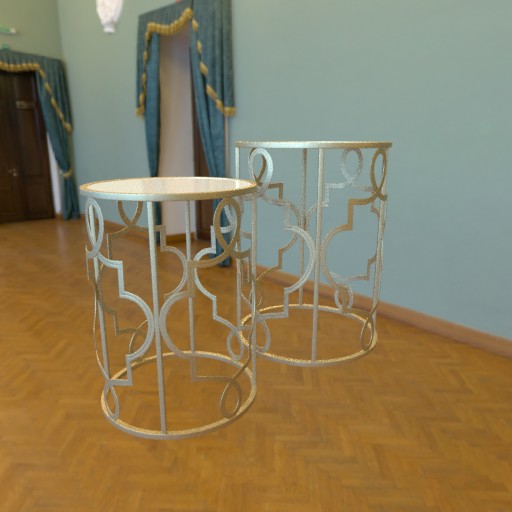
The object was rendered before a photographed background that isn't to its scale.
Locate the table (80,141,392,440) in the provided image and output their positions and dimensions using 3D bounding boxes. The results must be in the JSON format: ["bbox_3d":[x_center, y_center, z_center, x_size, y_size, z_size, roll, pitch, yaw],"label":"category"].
[{"bbox_3d":[0.000,0.000,1.136,0.846,0.564,0.420,-14,20,-42],"label":"table"}]
